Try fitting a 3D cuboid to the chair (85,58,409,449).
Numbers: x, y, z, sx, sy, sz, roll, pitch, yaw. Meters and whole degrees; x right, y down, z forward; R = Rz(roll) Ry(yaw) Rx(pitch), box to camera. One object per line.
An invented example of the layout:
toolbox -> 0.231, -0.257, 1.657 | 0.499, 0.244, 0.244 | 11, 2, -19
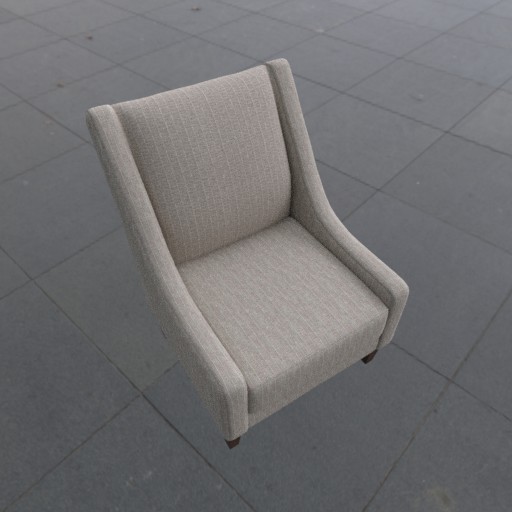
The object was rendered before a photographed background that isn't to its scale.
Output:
chair -> 0.000, 0.000, 1.626 | 0.774, 1.014, 0.870 | -24, 51, -22
